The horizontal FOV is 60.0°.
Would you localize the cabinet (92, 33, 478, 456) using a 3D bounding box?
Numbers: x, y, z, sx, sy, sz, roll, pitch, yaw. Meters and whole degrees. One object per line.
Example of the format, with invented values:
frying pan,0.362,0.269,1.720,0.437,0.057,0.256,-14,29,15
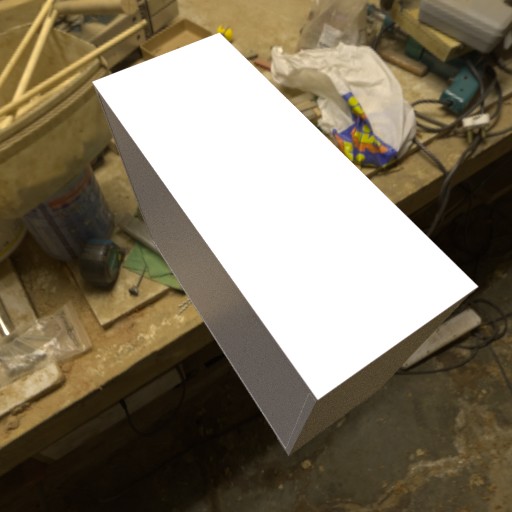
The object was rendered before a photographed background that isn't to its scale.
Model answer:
cabinet,0.000,0.000,1.380,0.400,0.800,1.000,-29,64,-16
